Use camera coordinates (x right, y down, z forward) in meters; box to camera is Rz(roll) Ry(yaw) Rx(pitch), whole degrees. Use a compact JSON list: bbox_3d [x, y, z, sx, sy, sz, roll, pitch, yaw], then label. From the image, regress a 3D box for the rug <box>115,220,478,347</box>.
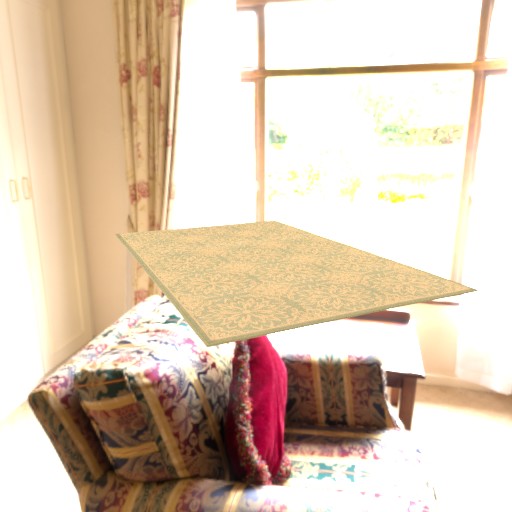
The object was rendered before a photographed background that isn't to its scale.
[{"bbox_3d":[0.000,0.000,3.622,1.819,0.018,2.746,-7,16,-25],"label":"rug"}]
